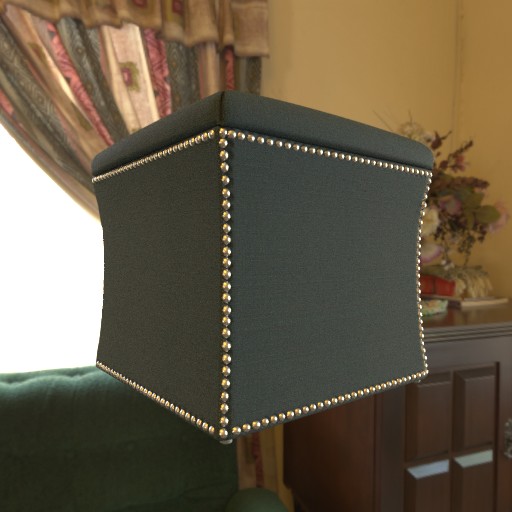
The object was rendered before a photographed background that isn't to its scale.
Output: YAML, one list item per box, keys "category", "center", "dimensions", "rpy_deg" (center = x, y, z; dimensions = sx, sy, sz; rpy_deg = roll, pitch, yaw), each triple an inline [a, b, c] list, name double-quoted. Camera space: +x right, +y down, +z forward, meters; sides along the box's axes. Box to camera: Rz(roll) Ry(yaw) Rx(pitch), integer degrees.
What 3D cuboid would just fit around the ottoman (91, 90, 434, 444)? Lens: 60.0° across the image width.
- category: "ottoman"
  center: [0.000, 0.000, 0.873]
  dimensions: [0.507, 0.475, 0.497]
  rpy_deg: [0, 0, -38]
